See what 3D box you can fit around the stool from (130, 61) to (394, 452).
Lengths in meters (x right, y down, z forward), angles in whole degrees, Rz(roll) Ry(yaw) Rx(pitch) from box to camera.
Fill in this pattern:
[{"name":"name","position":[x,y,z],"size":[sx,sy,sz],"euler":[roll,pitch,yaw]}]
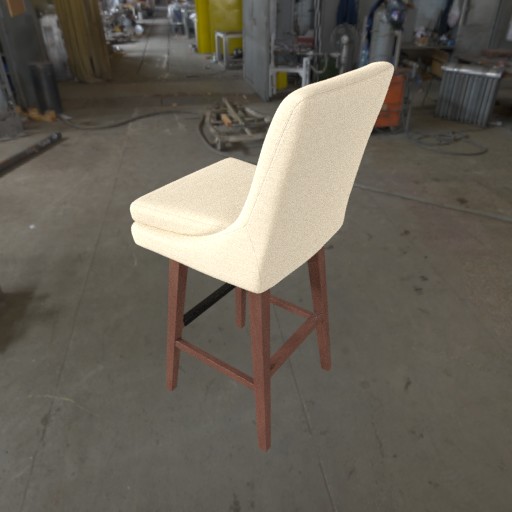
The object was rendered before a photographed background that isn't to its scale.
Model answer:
[{"name":"stool","position":[0.000,0.000,1.343],"size":[0.559,1.093,0.483],"euler":[21,38,30]}]
